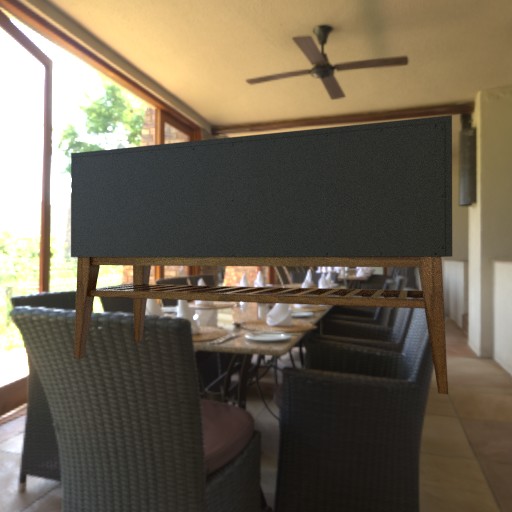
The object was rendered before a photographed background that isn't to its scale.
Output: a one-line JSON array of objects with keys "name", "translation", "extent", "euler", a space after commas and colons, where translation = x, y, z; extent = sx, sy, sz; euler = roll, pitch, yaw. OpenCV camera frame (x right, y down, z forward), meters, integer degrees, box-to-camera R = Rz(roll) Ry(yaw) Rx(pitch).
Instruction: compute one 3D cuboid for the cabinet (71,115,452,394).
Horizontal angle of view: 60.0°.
[{"name": "cabinet", "translation": [0.000, 0.000, 1.722], "extent": [1.363, 0.802, 0.477], "euler": [0, 0, 20]}]
